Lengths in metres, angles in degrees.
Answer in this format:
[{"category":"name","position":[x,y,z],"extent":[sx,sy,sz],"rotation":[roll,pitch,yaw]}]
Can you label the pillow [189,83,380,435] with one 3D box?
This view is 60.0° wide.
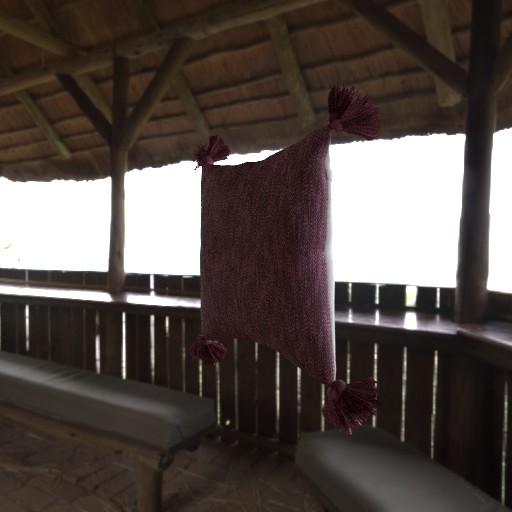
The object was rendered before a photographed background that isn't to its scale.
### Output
[{"category":"pillow","position":[0.000,0.000,1.006],"extent":[0.138,0.659,0.641],"rotation":[-1,1,-37]}]
